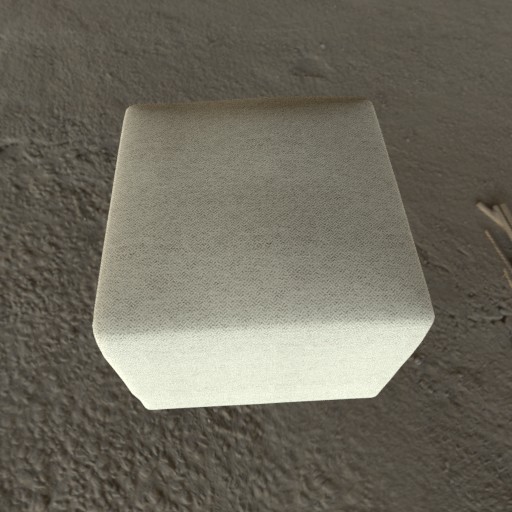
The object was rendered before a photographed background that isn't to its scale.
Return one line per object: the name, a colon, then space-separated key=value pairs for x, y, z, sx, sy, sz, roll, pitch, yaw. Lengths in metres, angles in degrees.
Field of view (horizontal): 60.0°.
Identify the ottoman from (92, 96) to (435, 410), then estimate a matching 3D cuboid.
ottoman: x=0.000 y=0.000 z=0.930 sx=0.512 sy=0.453 sz=0.521 roll=-3 pitch=58 yaw=-2
